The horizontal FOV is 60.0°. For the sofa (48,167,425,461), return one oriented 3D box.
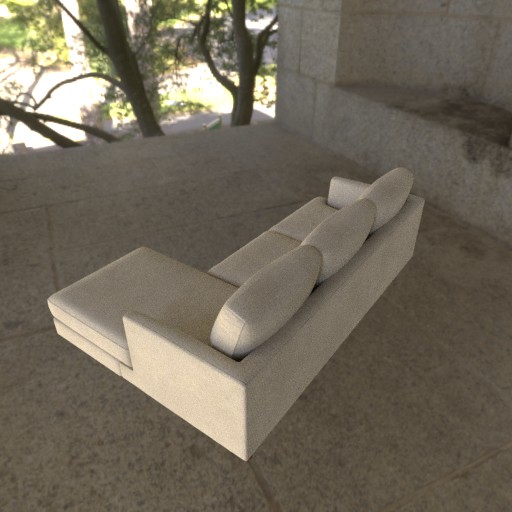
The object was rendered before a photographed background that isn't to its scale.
[{"bbox_3d":[0.000,0.000,3.019,1.504,0.956,2.233,21,38,30],"label":"sofa"}]
